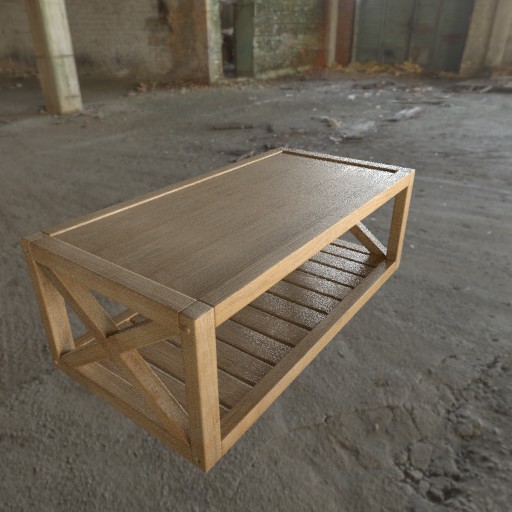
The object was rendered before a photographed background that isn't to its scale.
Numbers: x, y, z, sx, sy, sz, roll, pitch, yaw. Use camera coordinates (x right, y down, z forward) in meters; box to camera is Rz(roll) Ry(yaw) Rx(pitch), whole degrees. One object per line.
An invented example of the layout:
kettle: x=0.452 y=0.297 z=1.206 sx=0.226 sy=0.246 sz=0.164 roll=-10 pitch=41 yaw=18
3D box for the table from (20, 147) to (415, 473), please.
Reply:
table: x=0.000 y=0.000 z=1.622 sx=0.660 sy=0.457 sz=1.321 roll=19 pitch=33 yaw=32
